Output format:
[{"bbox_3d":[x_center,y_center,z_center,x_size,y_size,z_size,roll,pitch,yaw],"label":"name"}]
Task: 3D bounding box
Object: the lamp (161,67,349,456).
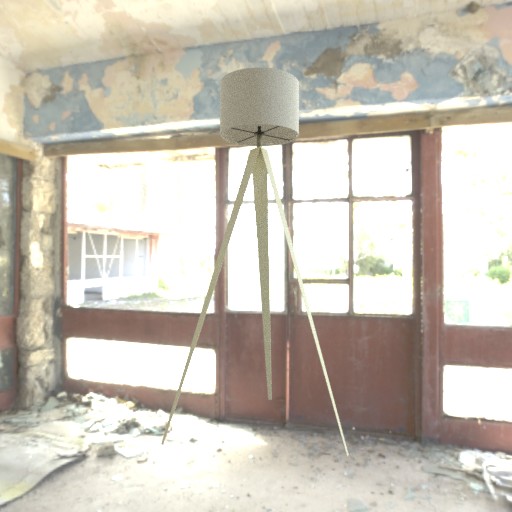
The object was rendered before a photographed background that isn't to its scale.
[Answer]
[{"bbox_3d":[0.000,0.000,1.884,0.716,1.524,0.724,1,-1,-36],"label":"lamp"}]
